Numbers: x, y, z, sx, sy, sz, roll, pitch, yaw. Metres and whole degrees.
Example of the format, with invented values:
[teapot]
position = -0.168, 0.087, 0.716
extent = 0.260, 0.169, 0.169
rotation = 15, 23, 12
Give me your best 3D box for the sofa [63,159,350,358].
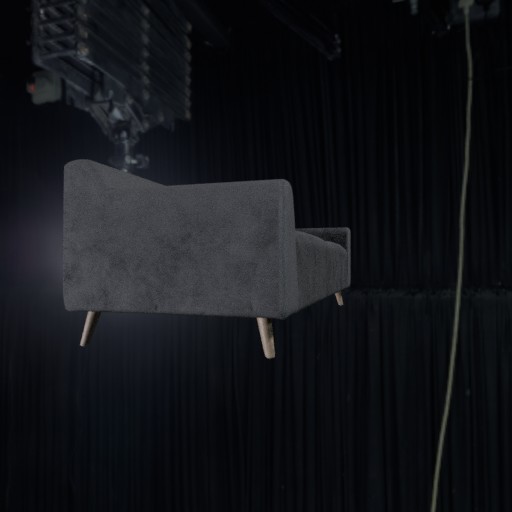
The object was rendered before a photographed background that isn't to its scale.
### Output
[sofa]
position = 0.000, 0.000, 2.621
extent = 0.900, 0.740, 2.190
rotation = 0, -1, 17
